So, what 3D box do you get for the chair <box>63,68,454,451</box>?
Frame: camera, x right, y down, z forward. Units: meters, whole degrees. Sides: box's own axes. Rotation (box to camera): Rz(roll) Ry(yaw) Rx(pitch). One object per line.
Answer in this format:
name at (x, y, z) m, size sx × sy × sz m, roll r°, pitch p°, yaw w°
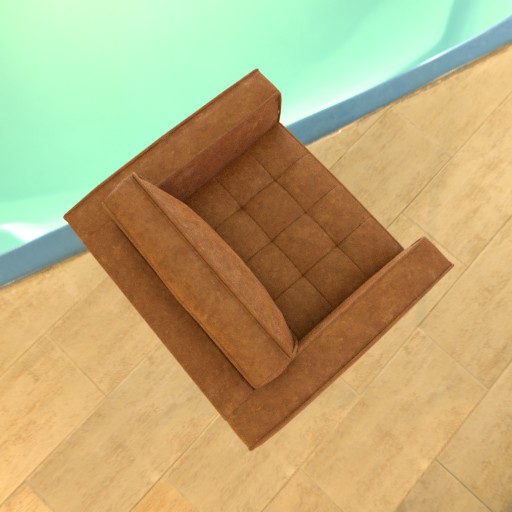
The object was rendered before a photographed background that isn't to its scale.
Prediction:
chair at (0.000, 0.000, 1.500) m, size 0.798 × 0.767 × 0.928 m, roll -40°, pitch 79°, yaw -9°
